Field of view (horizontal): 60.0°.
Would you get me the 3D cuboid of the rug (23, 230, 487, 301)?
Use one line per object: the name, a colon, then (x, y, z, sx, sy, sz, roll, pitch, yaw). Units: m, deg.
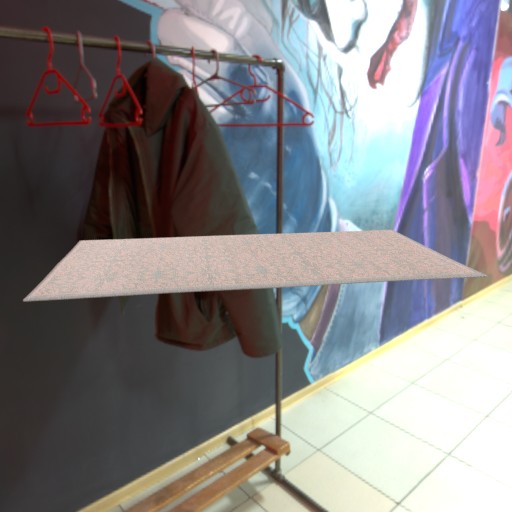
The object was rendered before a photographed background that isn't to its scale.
rug: (0.000, 0.000, 1.433, 1.219, 0.007, 0.604, -2, 16, -8)
